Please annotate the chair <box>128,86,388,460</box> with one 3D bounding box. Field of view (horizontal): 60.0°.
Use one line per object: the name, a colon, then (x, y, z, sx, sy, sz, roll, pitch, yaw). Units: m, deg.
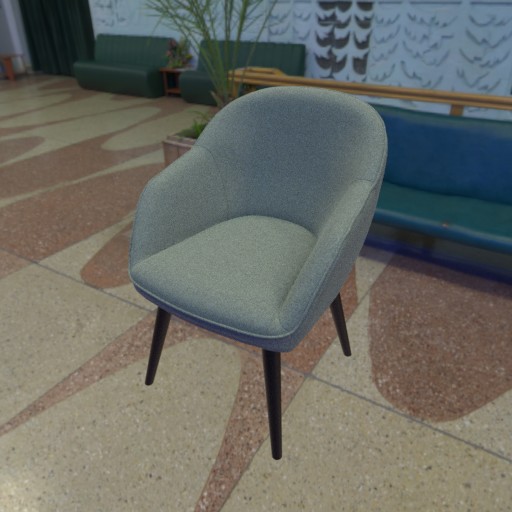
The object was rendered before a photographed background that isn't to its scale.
chair: (0.000, 0.000, 1.238, 0.589, 0.810, 0.611, 18, 35, 28)
